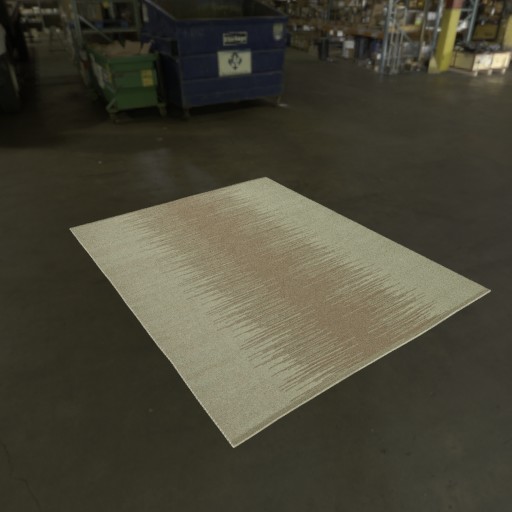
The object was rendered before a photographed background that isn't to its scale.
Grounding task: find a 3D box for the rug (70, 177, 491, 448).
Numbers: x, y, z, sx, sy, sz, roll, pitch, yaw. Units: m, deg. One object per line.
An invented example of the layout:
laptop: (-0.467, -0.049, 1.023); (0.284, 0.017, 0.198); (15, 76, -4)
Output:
rug: (0.000, 0.000, 3.990); (2.438, 0.013, 3.048); (-20, 37, -30)
